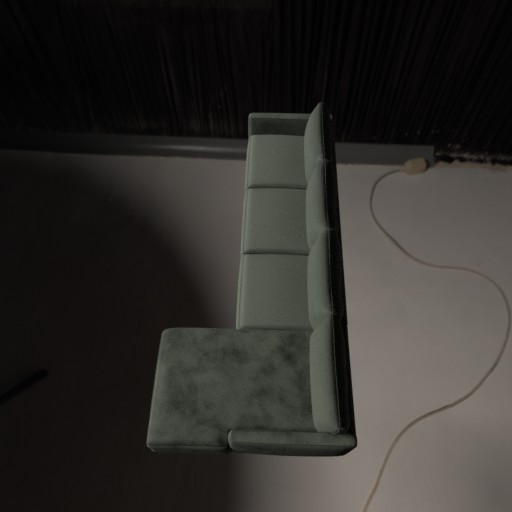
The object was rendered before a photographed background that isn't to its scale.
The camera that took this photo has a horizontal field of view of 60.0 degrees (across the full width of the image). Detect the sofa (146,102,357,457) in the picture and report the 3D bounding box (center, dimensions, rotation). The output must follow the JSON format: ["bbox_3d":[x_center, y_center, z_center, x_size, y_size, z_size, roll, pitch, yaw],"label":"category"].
[{"bbox_3d":[0.000,0.000,3.339,1.255,0.756,2.725,2,60,1],"label":"sofa"}]
